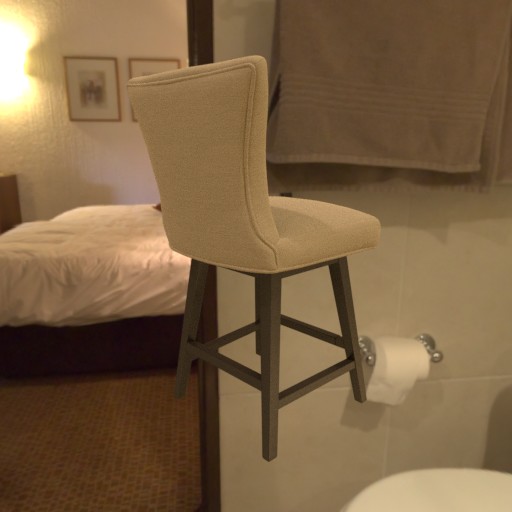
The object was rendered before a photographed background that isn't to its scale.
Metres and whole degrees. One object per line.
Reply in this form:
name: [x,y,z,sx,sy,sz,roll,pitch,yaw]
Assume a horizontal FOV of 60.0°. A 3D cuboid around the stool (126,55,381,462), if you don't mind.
stool: [0.000,0.000,1.326,0.574,1.000,0.514,-14,20,-43]
